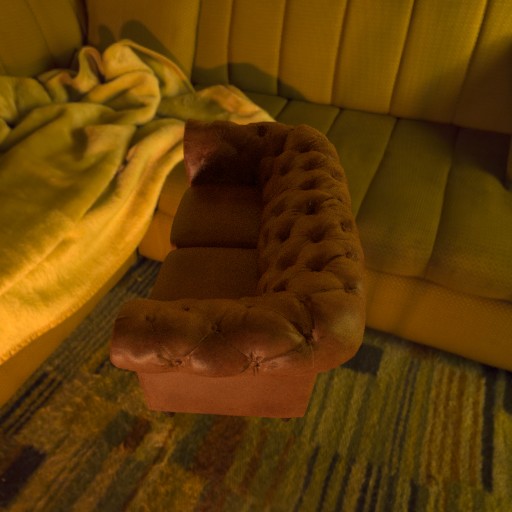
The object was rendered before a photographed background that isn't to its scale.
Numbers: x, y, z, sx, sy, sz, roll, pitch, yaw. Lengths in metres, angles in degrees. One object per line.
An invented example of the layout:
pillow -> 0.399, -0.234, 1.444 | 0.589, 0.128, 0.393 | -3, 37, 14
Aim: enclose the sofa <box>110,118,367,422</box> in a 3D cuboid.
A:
sofa -> 0.000, 0.000, 2.532 | 1.042, 0.877, 1.979 | 1, 41, 2
